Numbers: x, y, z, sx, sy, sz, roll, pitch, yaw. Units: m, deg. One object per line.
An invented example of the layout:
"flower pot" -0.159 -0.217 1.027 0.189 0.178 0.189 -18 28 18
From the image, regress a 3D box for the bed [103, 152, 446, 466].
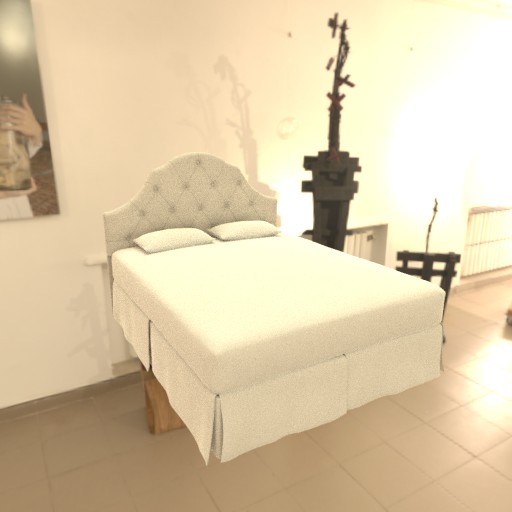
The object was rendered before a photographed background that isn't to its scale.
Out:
"bed" 0.000 0.000 3.761 2.039 1.617 2.477 -9 18 -29
